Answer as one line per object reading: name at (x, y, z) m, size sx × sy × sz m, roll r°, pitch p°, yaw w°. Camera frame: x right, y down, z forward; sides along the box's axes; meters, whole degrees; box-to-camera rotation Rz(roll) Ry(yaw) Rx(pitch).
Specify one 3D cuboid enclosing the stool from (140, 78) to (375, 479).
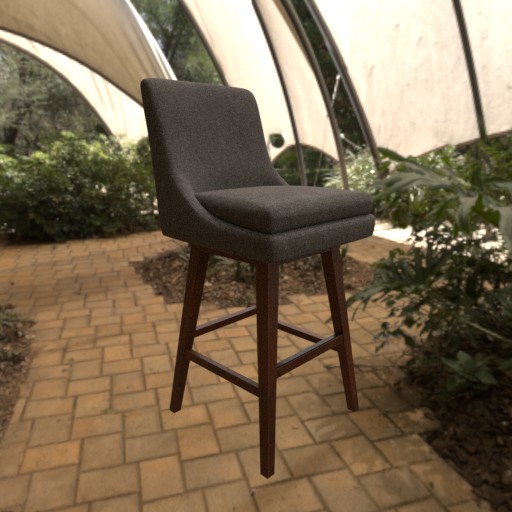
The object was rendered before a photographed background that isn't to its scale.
stool at (0.000, 0.000, 1.398) m, size 0.572 × 1.068 × 0.489 m, roll 14°, pitch 20°, yaw 43°
